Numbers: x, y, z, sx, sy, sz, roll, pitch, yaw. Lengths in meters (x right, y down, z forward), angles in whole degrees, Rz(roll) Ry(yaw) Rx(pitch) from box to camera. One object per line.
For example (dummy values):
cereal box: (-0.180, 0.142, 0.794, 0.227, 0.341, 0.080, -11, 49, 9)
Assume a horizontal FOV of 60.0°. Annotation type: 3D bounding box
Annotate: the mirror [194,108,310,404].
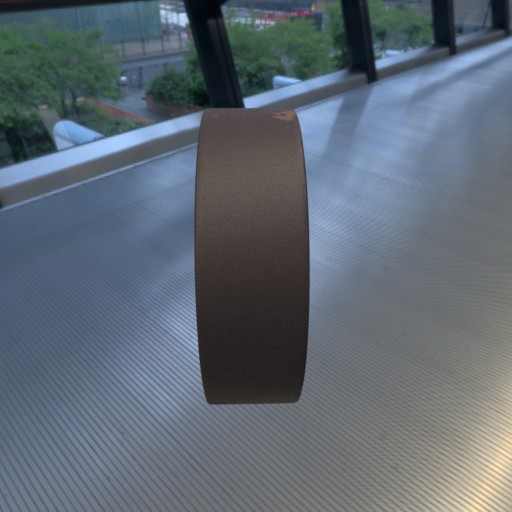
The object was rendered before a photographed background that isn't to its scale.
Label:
mirror: (0.000, 0.000, 0.610, 0.126, 0.386, 0.386, -1, 34, -1)
